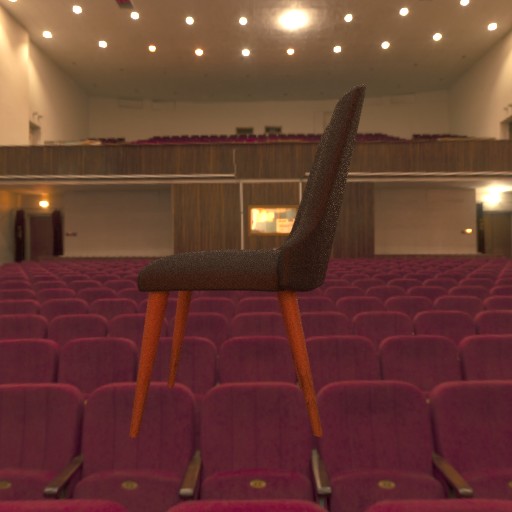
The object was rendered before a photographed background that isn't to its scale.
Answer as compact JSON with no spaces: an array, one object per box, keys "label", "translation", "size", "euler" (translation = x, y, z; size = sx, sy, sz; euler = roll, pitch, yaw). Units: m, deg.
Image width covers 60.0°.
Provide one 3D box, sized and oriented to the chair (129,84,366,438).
[{"label":"chair","translation":[0.000,0.000,1.189],"size":[0.567,0.820,0.504],"euler":[0,-1,1]}]
